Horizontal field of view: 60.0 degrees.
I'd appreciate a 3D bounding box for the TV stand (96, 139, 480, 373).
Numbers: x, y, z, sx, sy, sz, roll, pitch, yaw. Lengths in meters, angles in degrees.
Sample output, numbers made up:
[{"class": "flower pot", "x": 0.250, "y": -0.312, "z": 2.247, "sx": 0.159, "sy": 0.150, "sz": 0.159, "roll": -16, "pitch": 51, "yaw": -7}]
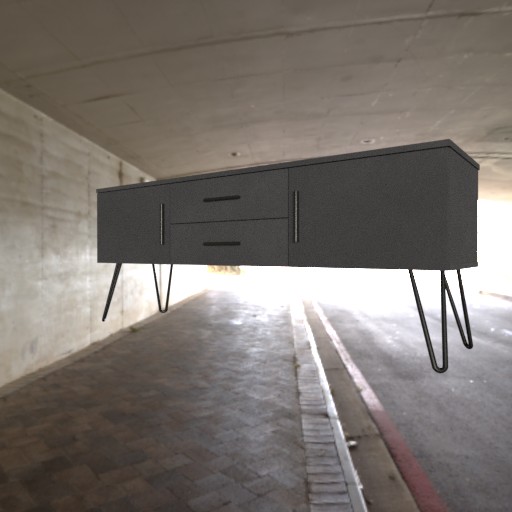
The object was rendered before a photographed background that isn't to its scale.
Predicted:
[{"class": "TV stand", "x": 0.000, "y": 0.000, "z": 1.607, "sx": 1.400, "sy": 0.560, "sz": 0.400, "roll": 0, "pitch": 1, "yaw": 36}]
